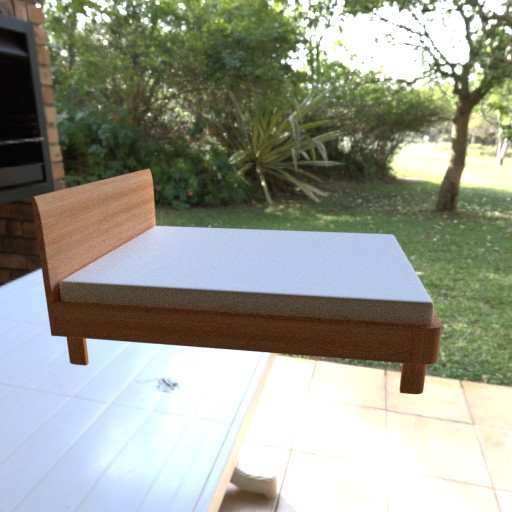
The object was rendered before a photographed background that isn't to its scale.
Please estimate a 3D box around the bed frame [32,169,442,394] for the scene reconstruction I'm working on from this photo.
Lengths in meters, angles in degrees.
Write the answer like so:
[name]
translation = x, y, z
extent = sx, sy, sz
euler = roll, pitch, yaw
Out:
[bed frame]
translation = 0.000, 0.000, 2.846
extent = 1.992, 0.940, 1.472
euler = 3, 17, 9
